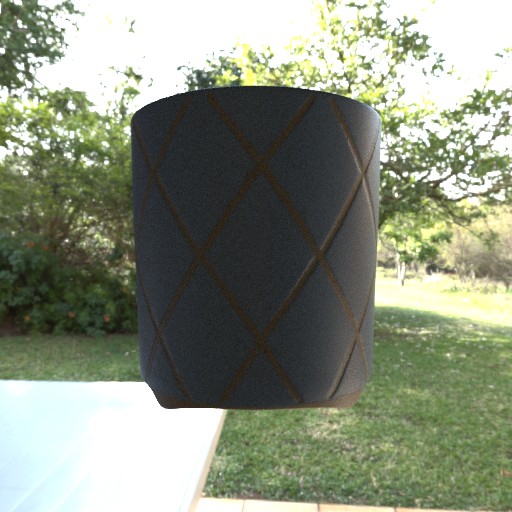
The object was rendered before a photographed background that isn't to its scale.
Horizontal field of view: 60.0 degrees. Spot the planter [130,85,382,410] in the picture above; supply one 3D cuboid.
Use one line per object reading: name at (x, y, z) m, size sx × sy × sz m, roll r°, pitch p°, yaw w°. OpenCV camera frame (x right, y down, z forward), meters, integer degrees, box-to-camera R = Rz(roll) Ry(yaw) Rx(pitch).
planter at (0.000, 0.000, 0.351) m, size 0.191 × 0.200 × 0.191 m, roll 0°, pitch 1°, yaw 0°
